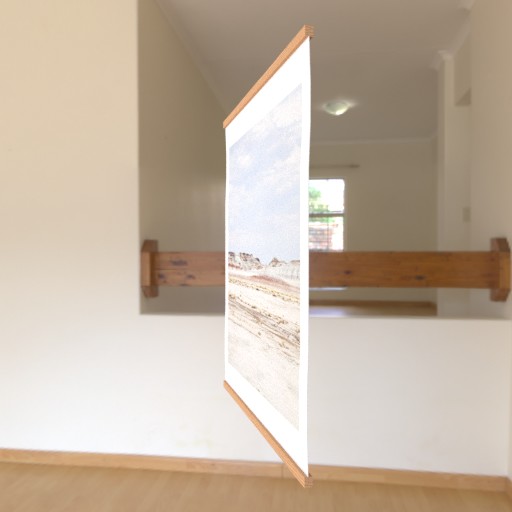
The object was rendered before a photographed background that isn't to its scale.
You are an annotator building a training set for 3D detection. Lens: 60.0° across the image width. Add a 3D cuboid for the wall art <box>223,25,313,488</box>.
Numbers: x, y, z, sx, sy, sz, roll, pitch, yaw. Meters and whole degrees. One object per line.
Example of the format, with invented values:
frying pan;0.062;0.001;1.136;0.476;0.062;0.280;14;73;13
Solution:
wall art;0.000;0.000;0.799;0.011;0.605;0.458;0;1;-18
